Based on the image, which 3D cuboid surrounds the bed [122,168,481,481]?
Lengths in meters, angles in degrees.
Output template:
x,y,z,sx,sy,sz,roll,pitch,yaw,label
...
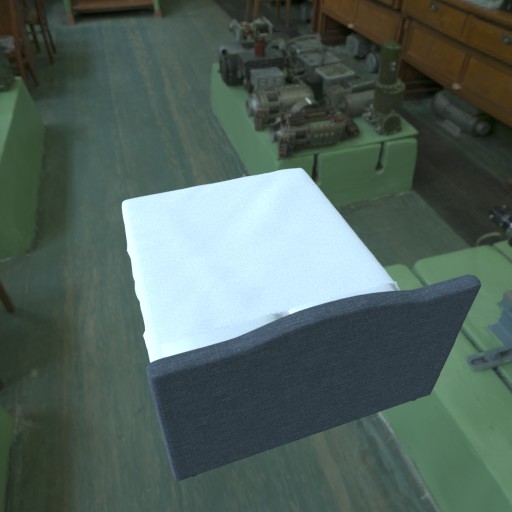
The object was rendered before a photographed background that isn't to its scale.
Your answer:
x,y,z,sx,sy,sz,roll,pitch,yaw,label
0.000,0.000,3.831,2.161,1.457,2.689,-13,44,-14,bed
